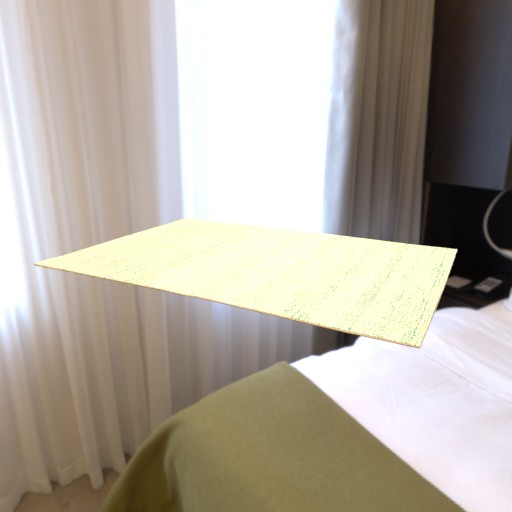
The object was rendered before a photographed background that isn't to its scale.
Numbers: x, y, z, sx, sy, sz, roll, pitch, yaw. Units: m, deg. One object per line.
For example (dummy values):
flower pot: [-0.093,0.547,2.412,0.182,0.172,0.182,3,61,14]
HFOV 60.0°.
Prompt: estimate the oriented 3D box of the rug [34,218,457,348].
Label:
rug: [0.000,0.000,2.902,2.305,0.029,1.593,9,19,27]
